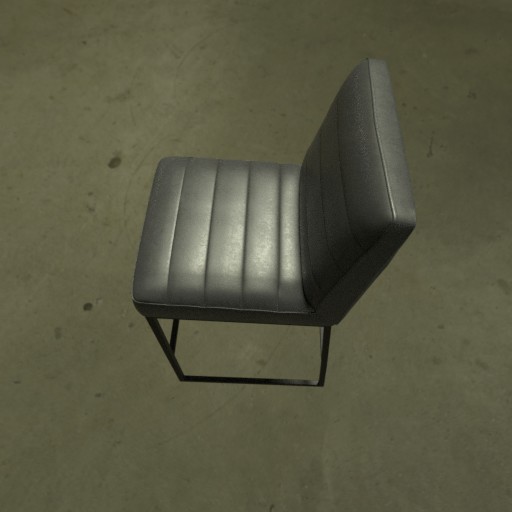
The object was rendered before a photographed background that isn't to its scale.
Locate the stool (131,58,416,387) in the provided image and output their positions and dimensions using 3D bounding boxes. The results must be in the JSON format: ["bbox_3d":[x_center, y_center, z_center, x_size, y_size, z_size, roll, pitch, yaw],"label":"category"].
[{"bbox_3d":[0.000,0.000,1.219,0.552,0.938,0.457,2,58,1],"label":"stool"}]
